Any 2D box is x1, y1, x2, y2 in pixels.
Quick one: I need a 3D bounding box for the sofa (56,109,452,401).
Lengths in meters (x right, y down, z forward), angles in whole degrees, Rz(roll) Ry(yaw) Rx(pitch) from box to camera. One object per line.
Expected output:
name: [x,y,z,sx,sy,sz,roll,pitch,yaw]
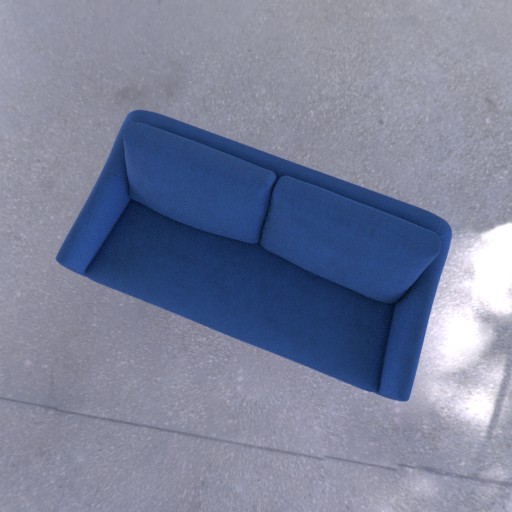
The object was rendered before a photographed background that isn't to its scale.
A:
sofa: [0.000,0.000,2.584,2.036,0.903,0.960,21,77,5]
